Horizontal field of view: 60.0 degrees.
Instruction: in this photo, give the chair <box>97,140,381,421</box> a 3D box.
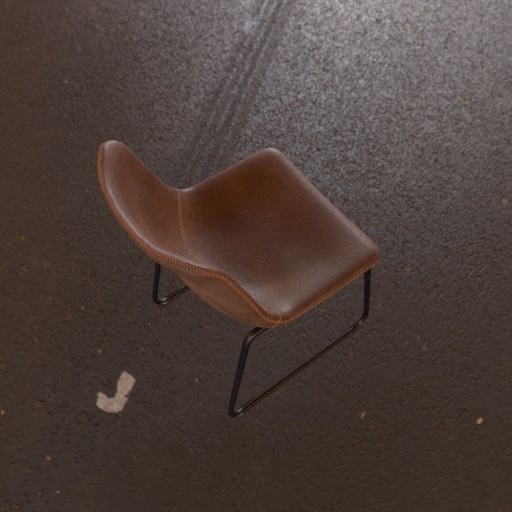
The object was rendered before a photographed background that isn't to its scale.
[{"bbox_3d":[0.000,0.000,1.121,0.551,0.780,0.460,-32,64,-18],"label":"chair"}]
